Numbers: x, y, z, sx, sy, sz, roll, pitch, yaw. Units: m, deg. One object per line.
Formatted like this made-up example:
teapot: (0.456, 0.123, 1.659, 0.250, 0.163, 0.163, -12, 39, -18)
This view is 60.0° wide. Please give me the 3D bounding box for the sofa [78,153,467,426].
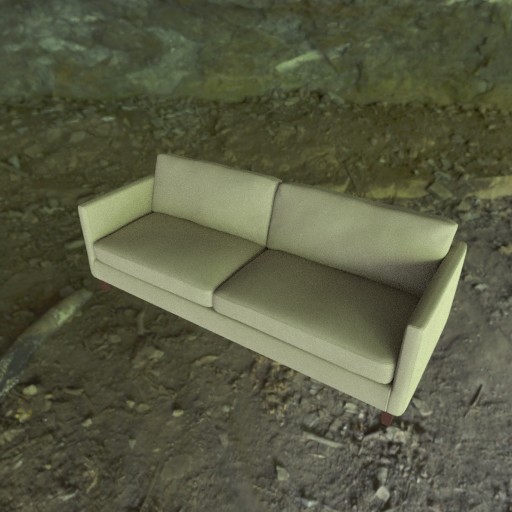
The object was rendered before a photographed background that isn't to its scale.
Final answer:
sofa: (0.000, 0.000, 2.969, 2.404, 0.912, 0.988, 19, 36, 28)
